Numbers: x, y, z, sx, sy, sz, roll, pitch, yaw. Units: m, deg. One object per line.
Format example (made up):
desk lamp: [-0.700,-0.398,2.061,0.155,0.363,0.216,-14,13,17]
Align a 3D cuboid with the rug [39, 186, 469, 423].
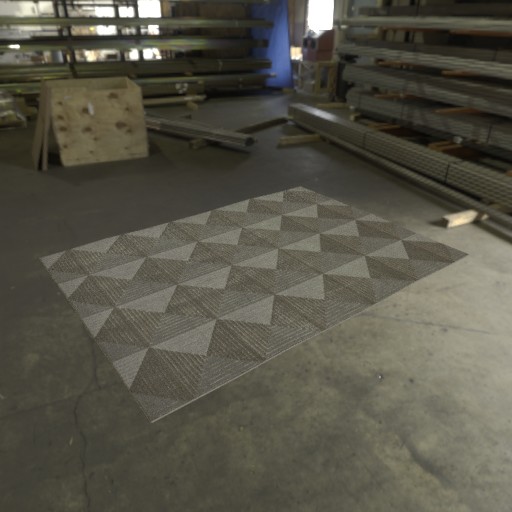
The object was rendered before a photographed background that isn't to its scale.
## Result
rug: [0.000,0.000,4.240,3.333,0.027,2.428,-20,34,-32]
